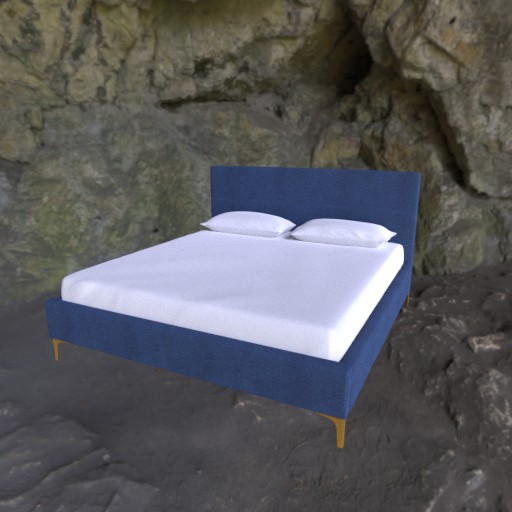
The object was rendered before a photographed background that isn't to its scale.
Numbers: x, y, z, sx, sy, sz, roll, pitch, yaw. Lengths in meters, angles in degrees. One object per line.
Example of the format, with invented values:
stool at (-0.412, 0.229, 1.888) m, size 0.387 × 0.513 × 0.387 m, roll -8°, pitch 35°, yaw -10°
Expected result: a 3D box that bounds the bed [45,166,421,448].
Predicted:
bed at (0.000, 0.000, 3.454) m, size 2.096 × 1.231 × 2.232 m, roll 7°, pitch 17°, yaw 26°
